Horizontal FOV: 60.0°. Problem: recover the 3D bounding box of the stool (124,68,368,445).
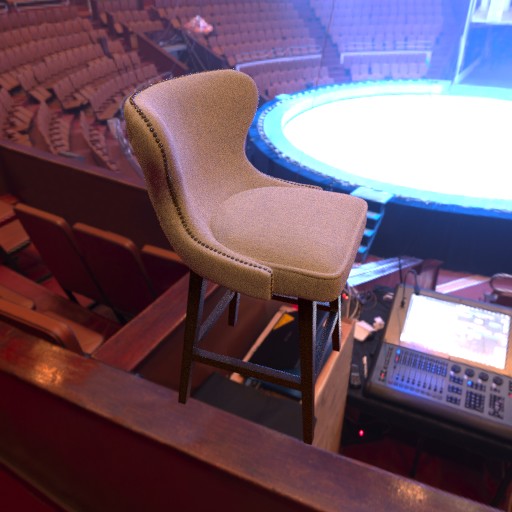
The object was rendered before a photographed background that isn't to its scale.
[{"bbox_3d":[0.000,0.000,1.345,0.597,0.972,0.615,11,33,17],"label":"stool"}]
